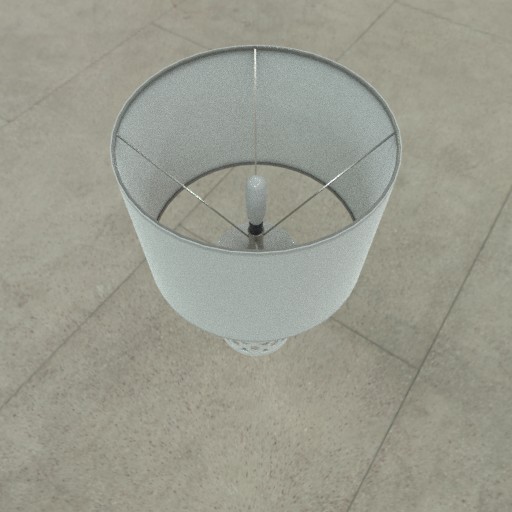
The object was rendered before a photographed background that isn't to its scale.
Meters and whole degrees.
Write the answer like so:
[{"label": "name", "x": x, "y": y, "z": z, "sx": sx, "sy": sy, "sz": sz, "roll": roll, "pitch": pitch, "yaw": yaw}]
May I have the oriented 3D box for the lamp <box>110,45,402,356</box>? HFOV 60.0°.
[{"label": "lamp", "x": 0.000, "y": 0.000, "z": 0.683, "sx": 0.310, "sy": 0.502, "sz": 0.310, "roll": 0, "pitch": 58, "yaw": 0}]
